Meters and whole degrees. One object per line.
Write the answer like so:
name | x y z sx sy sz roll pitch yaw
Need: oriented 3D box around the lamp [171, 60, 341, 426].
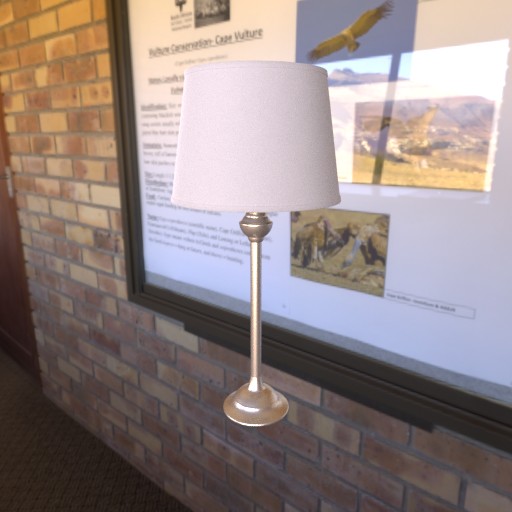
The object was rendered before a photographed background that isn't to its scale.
lamp | 0.000 0.000 0.906 0.331 0.698 0.331 0 15 0
